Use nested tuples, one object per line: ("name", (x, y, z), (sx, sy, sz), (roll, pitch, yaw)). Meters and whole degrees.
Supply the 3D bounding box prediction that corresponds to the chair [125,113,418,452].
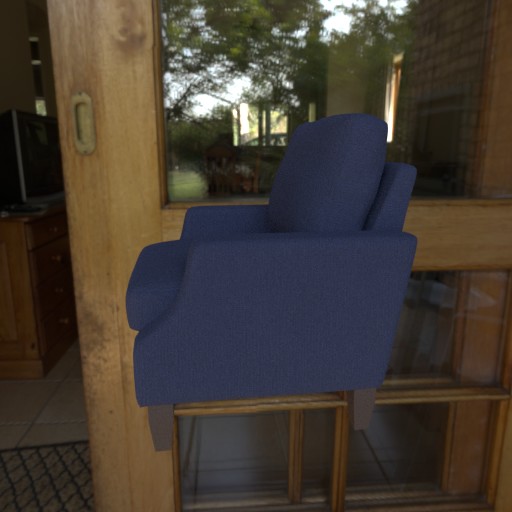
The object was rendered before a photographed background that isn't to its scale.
("chair", (0.000, 0.000, 1.649), (0.897, 0.991, 0.855), (-2, 13, -10))
